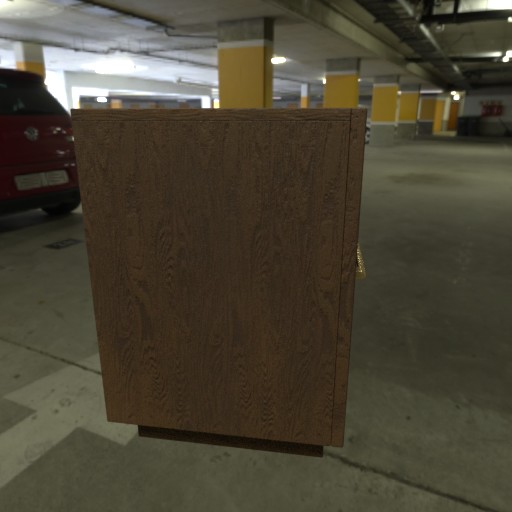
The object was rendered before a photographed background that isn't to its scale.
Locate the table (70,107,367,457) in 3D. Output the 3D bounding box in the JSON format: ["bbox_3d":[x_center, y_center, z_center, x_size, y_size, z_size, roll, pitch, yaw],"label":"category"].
[{"bbox_3d":[0.000,0.000,0.938,0.439,0.585,0.560,3,18,9],"label":"table"}]
